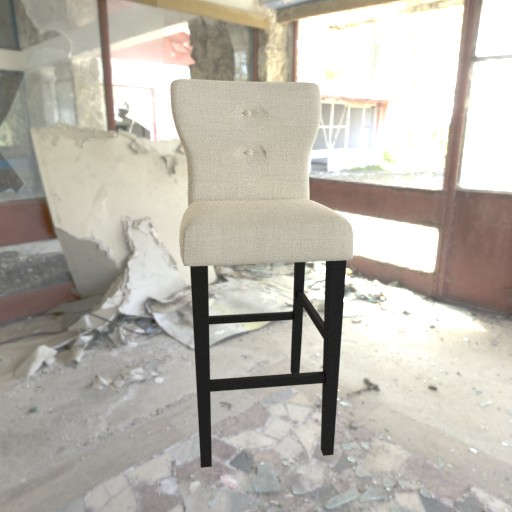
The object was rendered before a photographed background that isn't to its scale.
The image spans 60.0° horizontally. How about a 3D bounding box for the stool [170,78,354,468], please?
[{"bbox_3d":[0.000,0.000,1.438,0.516,1.124,0.603,-2,16,-7],"label":"stool"}]
